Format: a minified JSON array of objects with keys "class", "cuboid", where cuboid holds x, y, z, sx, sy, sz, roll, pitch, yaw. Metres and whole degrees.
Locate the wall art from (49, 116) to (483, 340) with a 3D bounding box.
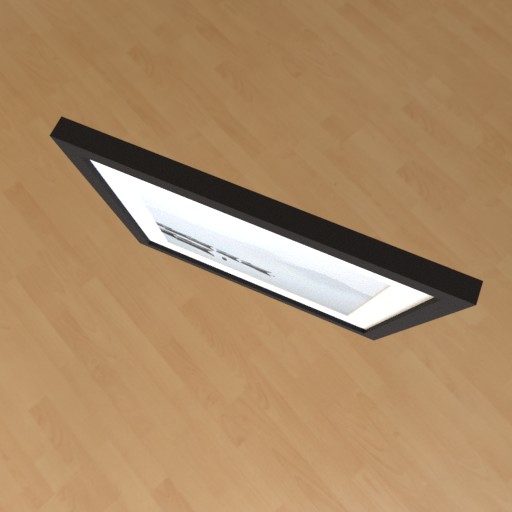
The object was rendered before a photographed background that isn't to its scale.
[{"class":"wall art","cuboid":[0.000,0.000,0.753,0.554,0.454,0.030,22,75,6]}]
